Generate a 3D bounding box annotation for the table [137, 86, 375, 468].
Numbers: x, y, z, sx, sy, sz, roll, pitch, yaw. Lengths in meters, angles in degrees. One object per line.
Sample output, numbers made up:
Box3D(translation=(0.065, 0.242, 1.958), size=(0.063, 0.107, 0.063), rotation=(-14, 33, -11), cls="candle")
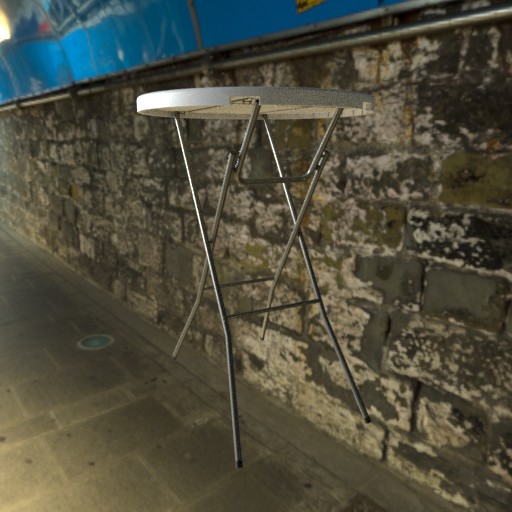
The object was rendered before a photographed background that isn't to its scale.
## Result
Box3D(translation=(0.000, 0.000, 1.659), size=(0.792, 1.105, 0.795), rotation=(-7, 16, -26), cls="table")
